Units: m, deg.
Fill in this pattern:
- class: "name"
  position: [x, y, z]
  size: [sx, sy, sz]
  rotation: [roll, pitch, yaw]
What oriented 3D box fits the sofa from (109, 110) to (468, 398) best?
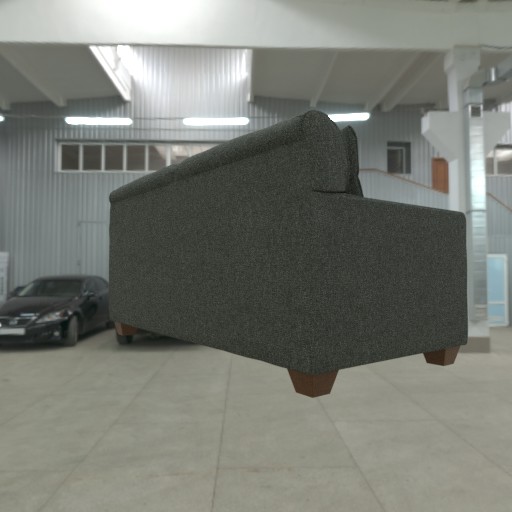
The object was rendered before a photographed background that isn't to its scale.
- class: "sofa"
  position: [0.000, 0.000, 2.376]
  size: [0.998, 0.958, 1.846]
  rotation: [1, -2, -37]
